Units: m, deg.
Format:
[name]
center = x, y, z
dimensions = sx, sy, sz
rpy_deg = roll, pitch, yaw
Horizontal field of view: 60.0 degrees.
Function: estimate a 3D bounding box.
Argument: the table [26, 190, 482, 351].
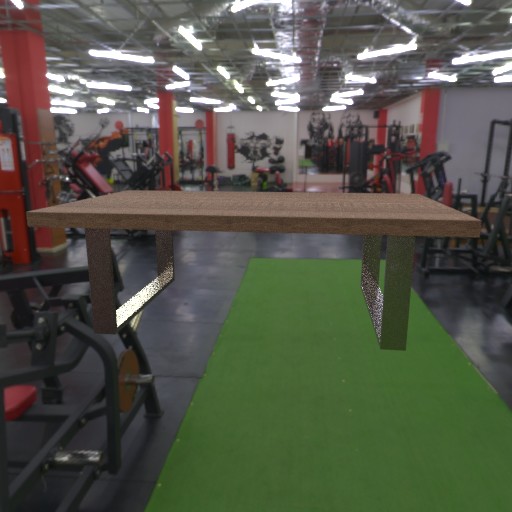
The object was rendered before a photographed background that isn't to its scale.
[table]
center = 0.000, 0.000, 1.784
dimensions = 1.400, 0.440, 0.800
rpy_deg = 2, 14, 7
